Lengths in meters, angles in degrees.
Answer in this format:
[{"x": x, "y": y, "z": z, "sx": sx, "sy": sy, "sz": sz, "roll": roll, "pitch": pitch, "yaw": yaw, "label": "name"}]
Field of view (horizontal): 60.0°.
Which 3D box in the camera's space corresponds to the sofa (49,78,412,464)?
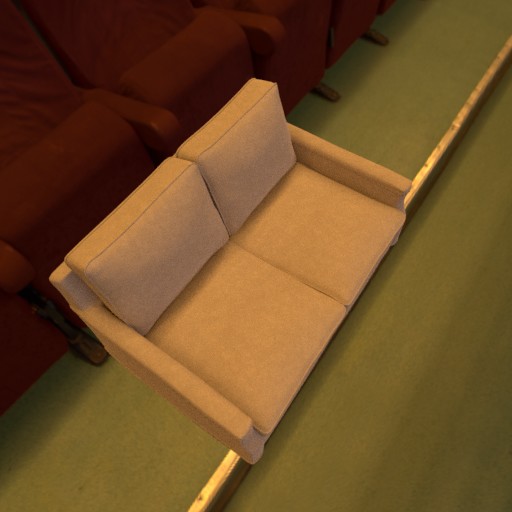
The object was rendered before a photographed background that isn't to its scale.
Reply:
[{"x": 0.000, "y": 0.000, "z": 2.291, "sx": 1.084, "sy": 1.002, "sz": 1.597, "roll": 31, "pitch": 64, "yaw": 17, "label": "sofa"}]
